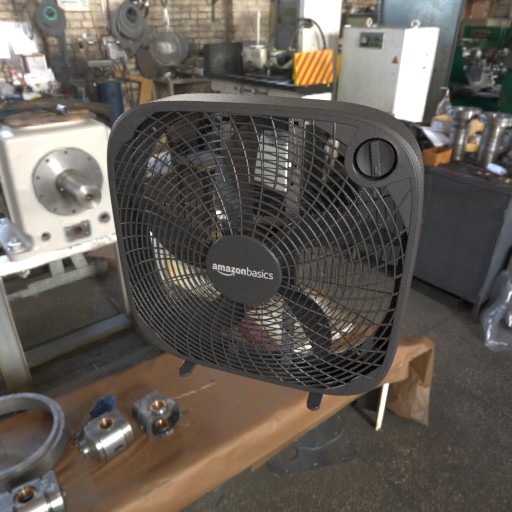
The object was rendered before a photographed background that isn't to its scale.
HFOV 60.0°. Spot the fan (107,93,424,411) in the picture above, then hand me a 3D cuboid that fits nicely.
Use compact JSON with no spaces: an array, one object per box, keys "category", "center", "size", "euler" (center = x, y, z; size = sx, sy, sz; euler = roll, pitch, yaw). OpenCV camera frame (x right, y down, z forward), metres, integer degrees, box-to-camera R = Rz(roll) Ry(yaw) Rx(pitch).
[{"category":"fan","center":[0.000,0.000,0.791],"size":[0.526,0.533,0.142],"euler":[9,29,17]}]
